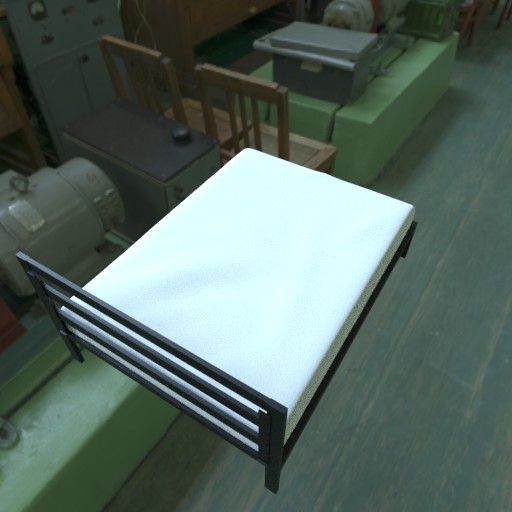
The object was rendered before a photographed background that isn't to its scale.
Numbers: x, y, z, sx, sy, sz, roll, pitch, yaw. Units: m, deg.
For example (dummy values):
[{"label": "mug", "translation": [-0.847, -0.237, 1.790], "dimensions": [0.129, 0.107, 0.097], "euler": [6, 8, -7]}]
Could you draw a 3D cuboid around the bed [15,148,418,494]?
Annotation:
[{"label": "bed", "translation": [0.000, 0.000, 2.848], "dimensions": [1.524, 0.967, 2.062], "euler": [24, 51, 22]}]
